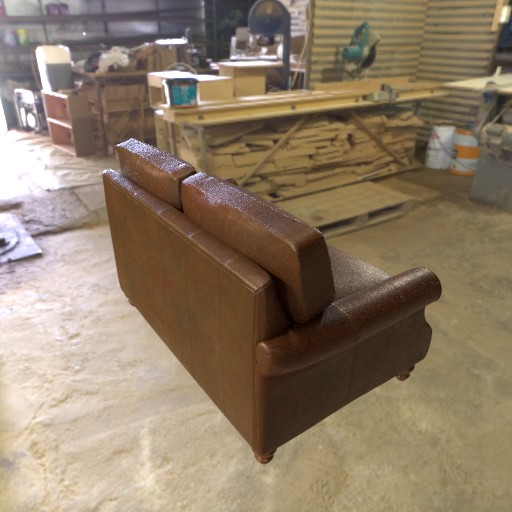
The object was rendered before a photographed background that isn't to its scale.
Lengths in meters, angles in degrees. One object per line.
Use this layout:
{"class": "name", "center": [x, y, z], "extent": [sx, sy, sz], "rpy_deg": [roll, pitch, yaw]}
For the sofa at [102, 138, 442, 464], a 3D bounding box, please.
{"class": "sofa", "center": [0.000, 0.000, 2.190], "extent": [0.990, 0.976, 1.616], "rpy_deg": [-18, 32, -31]}
